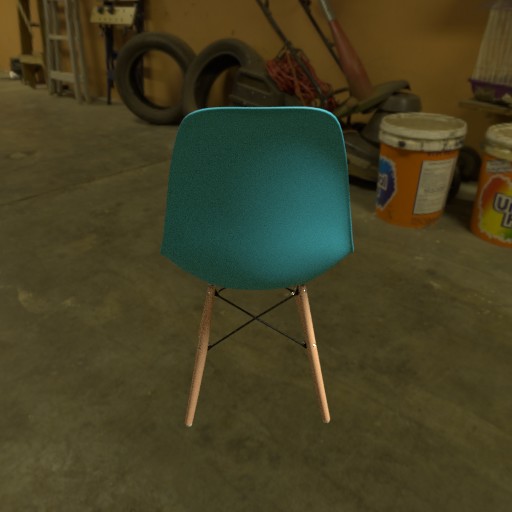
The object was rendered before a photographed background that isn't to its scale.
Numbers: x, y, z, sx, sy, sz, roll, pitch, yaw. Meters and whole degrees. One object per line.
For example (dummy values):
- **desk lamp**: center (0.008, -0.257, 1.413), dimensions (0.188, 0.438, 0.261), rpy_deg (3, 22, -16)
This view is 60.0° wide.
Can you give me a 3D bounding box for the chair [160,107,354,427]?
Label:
- **chair**: center (0.000, 0.000, 1.118), dimensions (0.470, 0.826, 0.531), rpy_deg (-1, 29, -1)
